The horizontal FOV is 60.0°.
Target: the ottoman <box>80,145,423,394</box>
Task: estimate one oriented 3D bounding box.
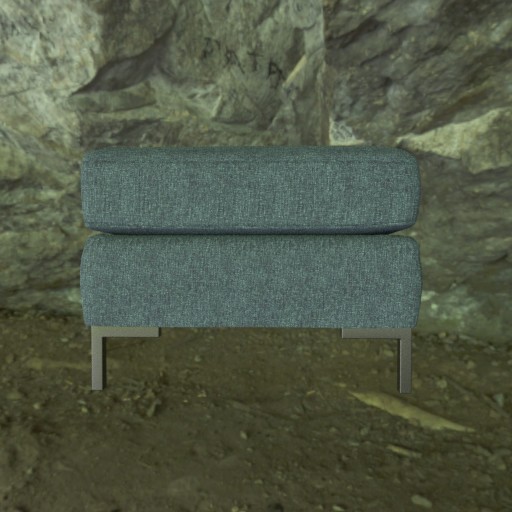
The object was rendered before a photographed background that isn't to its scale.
[{"bbox_3d":[0.000,0.000,1.284,0.695,0.533,0.831,0,1,2],"label":"ottoman"}]
